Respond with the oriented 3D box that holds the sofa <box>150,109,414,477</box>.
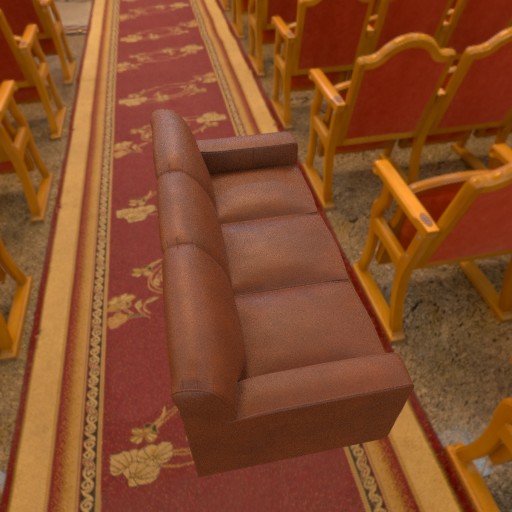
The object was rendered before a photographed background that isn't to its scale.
[{"bbox_3d":[0.000,0.000,2.541,1.008,0.953,2.039,-8,47,-8],"label":"sofa"}]
